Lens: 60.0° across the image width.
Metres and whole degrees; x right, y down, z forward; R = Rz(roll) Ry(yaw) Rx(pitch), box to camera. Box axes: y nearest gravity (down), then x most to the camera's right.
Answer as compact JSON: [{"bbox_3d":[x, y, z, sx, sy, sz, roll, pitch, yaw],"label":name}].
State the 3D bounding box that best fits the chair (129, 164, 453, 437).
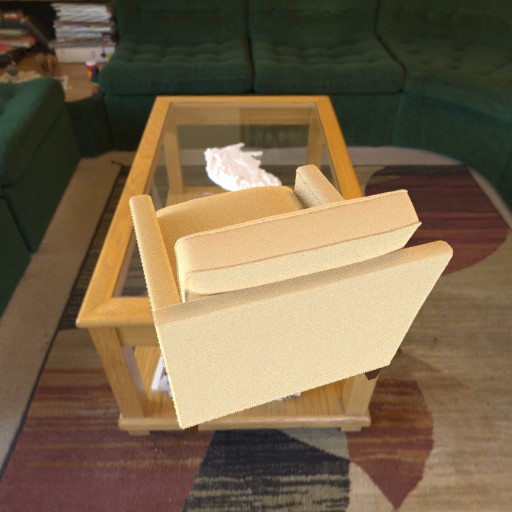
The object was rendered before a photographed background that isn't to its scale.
[{"bbox_3d":[0.000,0.000,1.720,0.853,0.943,1.014,-13,44,-14],"label":"chair"}]
